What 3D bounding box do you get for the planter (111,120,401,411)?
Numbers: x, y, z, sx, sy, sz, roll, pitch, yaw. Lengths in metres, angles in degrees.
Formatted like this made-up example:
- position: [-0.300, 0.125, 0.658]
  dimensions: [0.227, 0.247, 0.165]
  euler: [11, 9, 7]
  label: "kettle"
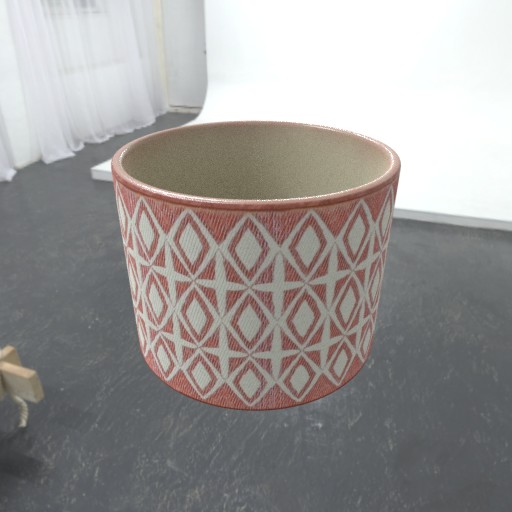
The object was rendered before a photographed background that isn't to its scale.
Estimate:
- position: [0.000, 0.000, 0.490]
  dimensions: [0.273, 0.237, 0.273]
  euler: [0, 29, 0]
  label: "planter"
